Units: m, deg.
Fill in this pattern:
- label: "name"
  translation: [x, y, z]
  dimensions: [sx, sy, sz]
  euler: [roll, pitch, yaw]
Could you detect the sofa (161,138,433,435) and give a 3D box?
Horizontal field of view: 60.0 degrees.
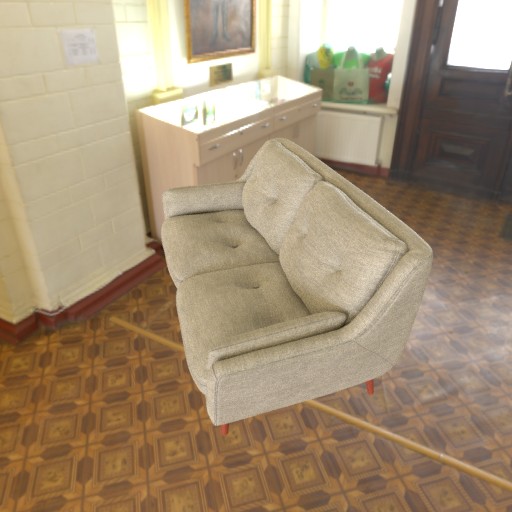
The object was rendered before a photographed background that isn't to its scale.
- label: "sofa"
  translation: [0.000, 0.000, 2.515]
  dimensions: [0.976, 0.897, 1.930]
  euler: [-8, 30, -14]
